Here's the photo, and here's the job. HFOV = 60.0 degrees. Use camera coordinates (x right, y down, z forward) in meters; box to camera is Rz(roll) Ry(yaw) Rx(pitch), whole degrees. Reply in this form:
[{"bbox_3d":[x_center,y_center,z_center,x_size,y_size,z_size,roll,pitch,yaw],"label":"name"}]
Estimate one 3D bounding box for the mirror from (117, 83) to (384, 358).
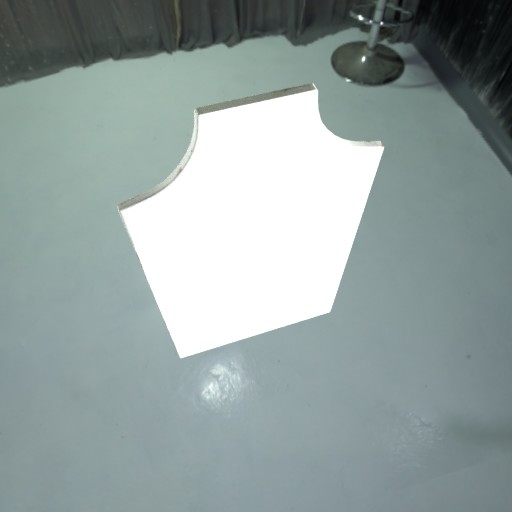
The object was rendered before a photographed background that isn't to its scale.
[{"bbox_3d":[0.000,0.000,0.837,0.403,0.717,0.022,-16,59,-10],"label":"mirror"}]
